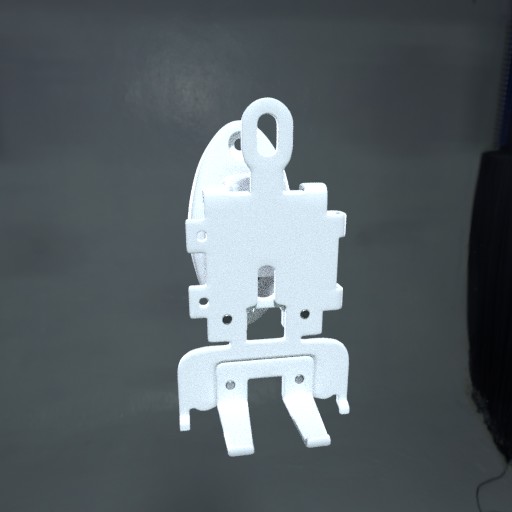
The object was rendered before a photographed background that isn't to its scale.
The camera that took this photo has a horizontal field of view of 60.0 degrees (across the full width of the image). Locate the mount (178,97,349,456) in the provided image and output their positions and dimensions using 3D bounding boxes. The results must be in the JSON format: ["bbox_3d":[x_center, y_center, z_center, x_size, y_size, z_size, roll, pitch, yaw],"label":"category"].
[{"bbox_3d":[0.000,0.000,0.180,0.066,0.118,0.100,-3,16,-9],"label":"mount"}]
